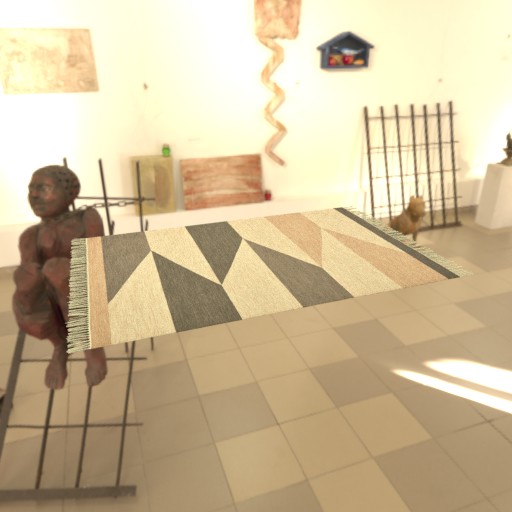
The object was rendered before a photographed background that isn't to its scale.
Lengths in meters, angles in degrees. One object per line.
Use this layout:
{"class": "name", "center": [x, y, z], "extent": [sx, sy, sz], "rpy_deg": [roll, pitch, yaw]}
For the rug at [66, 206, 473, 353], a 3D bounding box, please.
{"class": "rug", "center": [0.000, 0.000, 2.548], "extent": [2.021, 0.027, 1.224], "rpy_deg": [-8, 26, -18]}
